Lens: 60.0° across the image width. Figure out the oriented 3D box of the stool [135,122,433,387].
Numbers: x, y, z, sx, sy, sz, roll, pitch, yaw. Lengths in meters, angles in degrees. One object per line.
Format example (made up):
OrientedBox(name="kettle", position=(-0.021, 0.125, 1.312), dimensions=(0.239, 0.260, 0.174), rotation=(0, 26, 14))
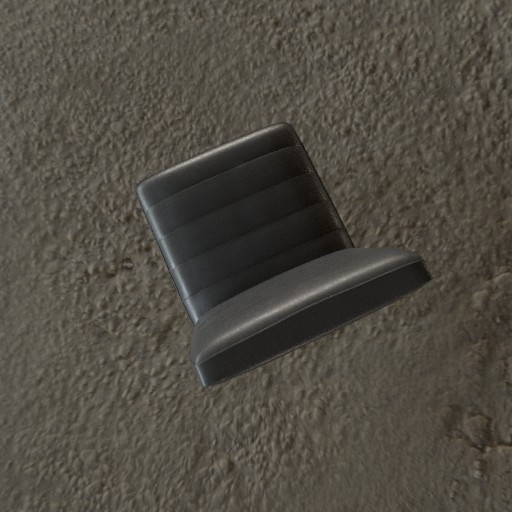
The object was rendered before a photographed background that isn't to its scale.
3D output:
OrientedBox(name="stool", position=(0.000, 0.000, 1.248), dimensions=(0.457, 0.938, 0.552), rotation=(-24, 78, -6))
